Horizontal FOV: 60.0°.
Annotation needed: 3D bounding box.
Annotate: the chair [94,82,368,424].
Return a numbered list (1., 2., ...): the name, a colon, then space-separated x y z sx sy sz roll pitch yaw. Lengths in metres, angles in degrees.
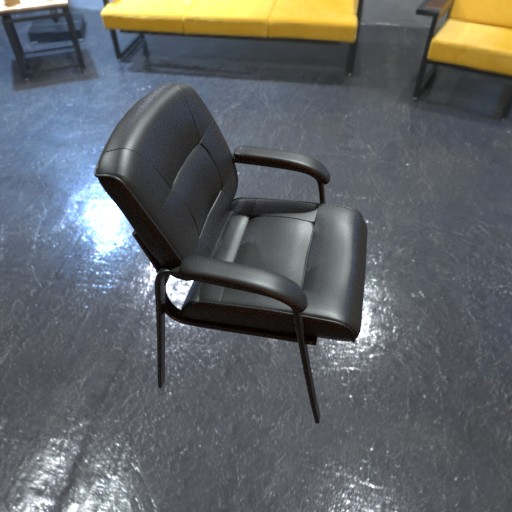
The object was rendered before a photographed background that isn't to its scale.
1. chair: 0.000 0.000 1.360 0.668 0.910 0.591 9 46 9
